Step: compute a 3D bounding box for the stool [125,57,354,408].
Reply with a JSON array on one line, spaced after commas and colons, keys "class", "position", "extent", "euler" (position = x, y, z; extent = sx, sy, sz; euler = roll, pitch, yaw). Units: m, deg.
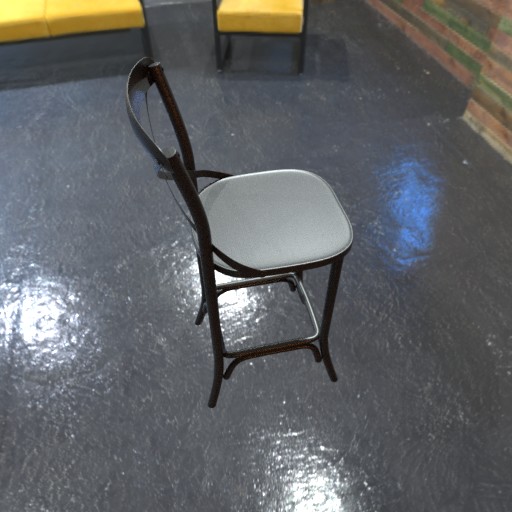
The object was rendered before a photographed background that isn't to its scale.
[{"class": "stool", "position": [0.000, 0.000, 1.423], "extent": [0.584, 1.168, 0.457], "euler": [-9, 48, -9]}]
